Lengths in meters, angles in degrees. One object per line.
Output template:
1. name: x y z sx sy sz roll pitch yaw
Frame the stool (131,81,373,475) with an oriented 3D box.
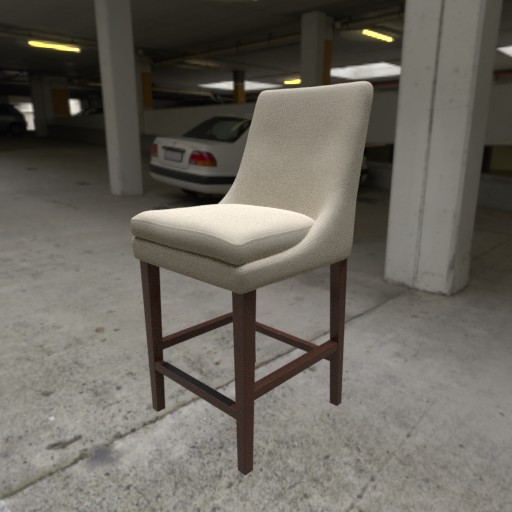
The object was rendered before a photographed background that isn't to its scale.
1. stool: 0.000 0.000 1.316 0.470 0.981 0.577 14 21 42
